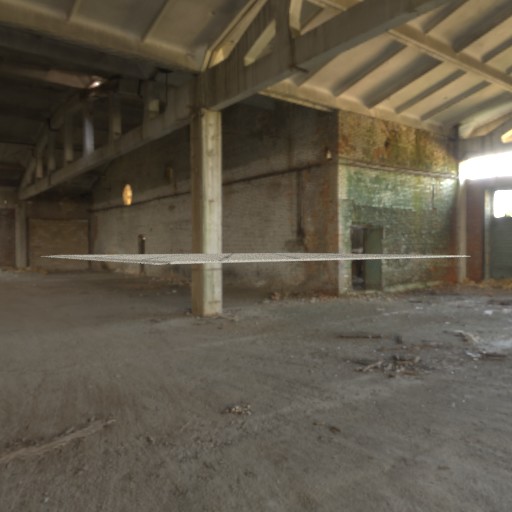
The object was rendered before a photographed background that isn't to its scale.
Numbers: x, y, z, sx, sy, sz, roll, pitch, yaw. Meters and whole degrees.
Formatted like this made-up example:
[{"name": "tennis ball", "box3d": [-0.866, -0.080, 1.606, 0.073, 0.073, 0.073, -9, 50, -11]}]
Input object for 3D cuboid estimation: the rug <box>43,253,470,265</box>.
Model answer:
[{"name": "rug", "box3d": [0.000, 0.000, 3.970, 3.051, 0.013, 2.380, -1, 1, -38]}]
